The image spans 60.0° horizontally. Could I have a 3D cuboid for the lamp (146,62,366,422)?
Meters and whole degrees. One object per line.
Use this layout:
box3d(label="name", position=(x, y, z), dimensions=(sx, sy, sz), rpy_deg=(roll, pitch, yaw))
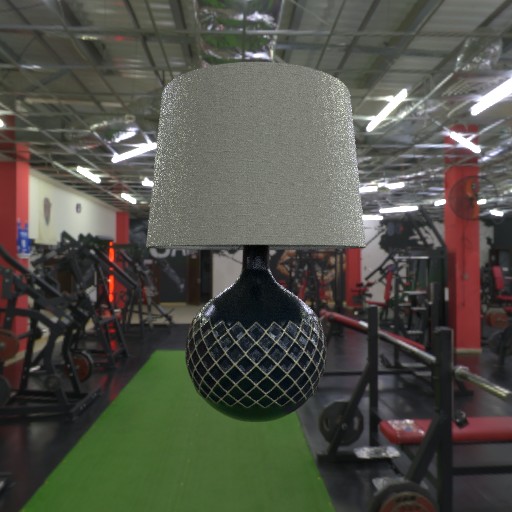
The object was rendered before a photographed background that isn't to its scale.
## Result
box3d(label="lamp", position=(0.000, 0.000, 0.779), dimensions=(0.376, 0.540, 0.376), rpy_deg=(0, 0, 0))
